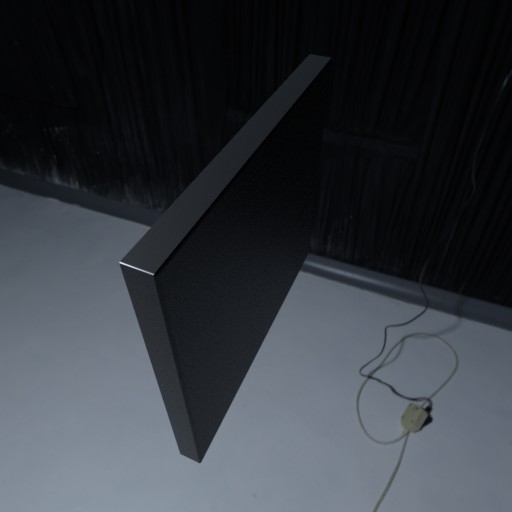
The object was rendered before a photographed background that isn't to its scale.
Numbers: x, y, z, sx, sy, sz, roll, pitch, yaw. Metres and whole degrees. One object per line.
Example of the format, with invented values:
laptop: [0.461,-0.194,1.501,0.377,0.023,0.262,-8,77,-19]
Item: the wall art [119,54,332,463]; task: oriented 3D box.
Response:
wall art: [0.000,0.000,0.527,0.028,0.330,0.380,18,48,17]
